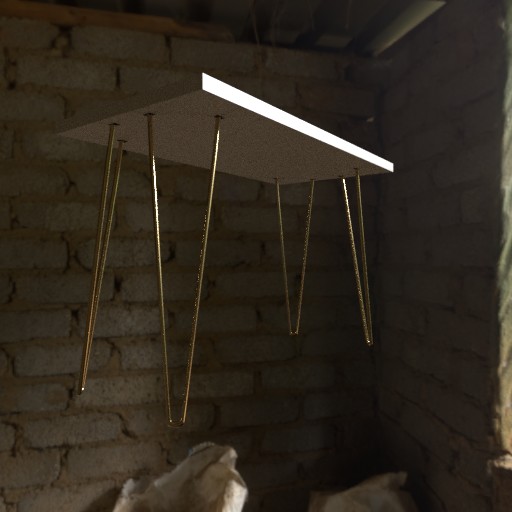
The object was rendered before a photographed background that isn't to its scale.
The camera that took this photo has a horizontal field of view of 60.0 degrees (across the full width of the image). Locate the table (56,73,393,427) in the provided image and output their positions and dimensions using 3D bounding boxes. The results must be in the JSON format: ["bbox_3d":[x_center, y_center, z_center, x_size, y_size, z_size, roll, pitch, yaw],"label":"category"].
[{"bbox_3d":[0.000,0.000,1.341,0.498,0.660,0.991,0,0,37],"label":"table"}]
